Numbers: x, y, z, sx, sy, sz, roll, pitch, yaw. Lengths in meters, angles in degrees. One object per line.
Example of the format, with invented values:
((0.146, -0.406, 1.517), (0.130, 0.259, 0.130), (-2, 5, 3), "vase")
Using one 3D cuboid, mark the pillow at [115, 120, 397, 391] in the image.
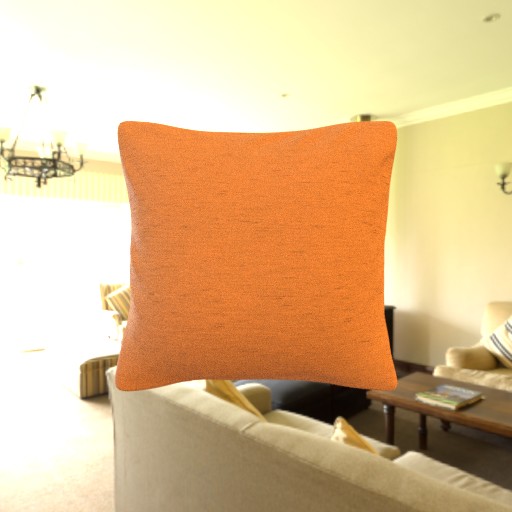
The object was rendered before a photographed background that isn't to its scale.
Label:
((0.000, 0.000, 0.682), (0.432, 0.415, 0.246), (0, 1, 0), "pillow")
